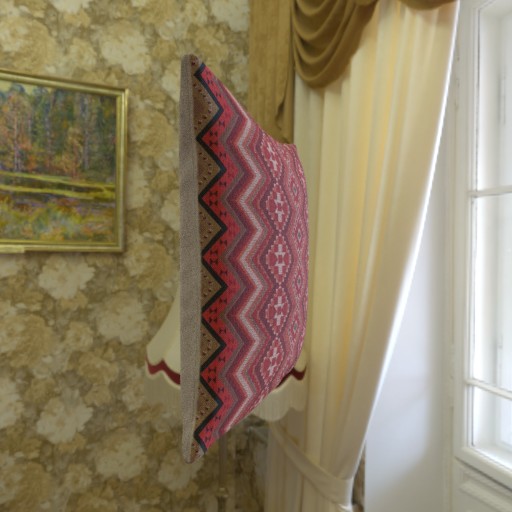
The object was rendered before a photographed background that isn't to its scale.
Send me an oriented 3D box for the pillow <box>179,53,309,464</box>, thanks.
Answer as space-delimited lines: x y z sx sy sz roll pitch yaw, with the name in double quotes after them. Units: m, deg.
0.000 0.000 0.786 0.158 0.511 0.513 0 0 19 "pillow"
